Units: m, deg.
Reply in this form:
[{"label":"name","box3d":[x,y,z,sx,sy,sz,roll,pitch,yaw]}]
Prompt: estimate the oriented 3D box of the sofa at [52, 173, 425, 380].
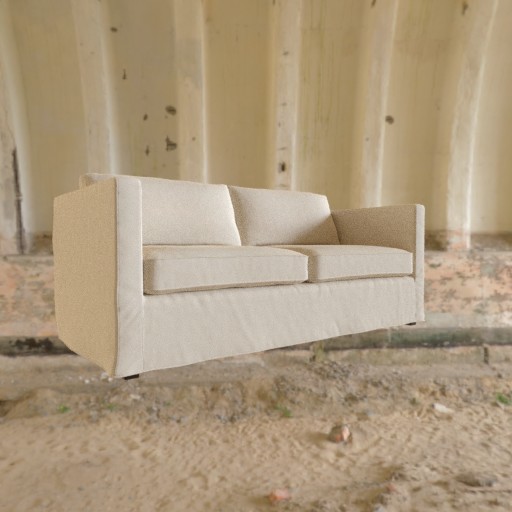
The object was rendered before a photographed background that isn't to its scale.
[{"label":"sofa","box3d":[0.000,0.000,2.526,1.987,0.870,0.940,-1,2,-37]}]
